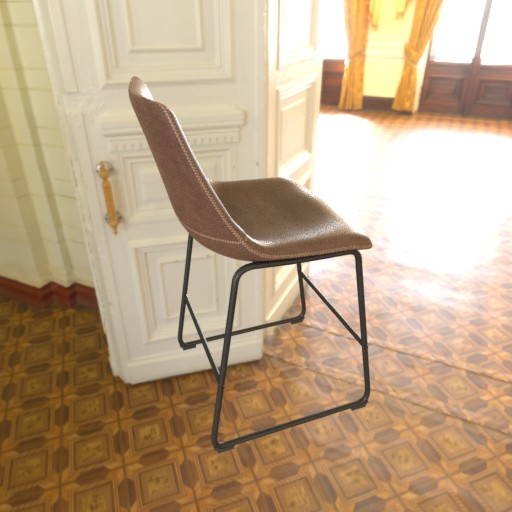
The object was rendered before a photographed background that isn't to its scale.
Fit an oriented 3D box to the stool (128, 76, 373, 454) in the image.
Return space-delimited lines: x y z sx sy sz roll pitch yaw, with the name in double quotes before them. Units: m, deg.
"stool" 0.000 0.000 1.201 0.550 0.890 0.460 -10 31 -18
